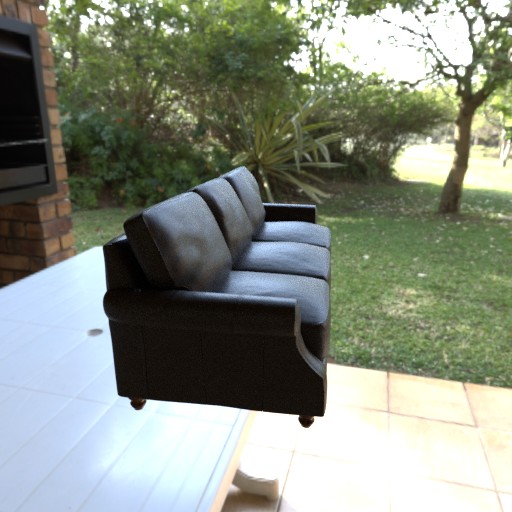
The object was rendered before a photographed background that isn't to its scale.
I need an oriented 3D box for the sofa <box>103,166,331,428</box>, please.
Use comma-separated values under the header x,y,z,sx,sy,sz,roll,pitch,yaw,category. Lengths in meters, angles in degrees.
x,y,z,sx,sy,sz,roll,pitch,yaw,category
0.000,0.000,2.883,0.974,0.977,2.387,3,17,9,sofa
